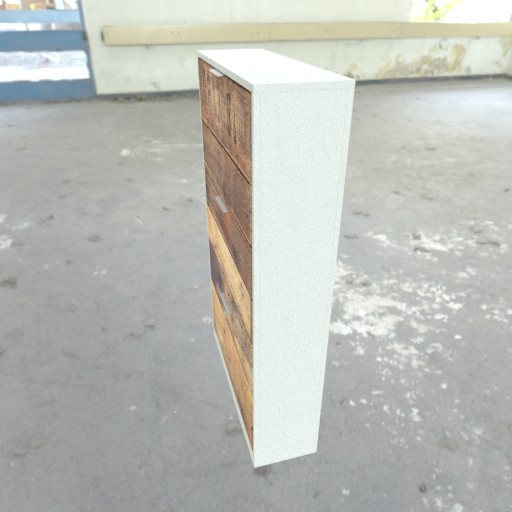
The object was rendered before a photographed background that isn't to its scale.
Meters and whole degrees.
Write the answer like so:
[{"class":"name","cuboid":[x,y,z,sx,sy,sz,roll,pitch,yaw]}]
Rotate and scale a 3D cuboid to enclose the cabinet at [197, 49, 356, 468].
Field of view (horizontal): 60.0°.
[{"class":"cabinet","cuboid":[0.000,0.000,1.586,0.250,1.280,0.750,-8,31,-13]}]
